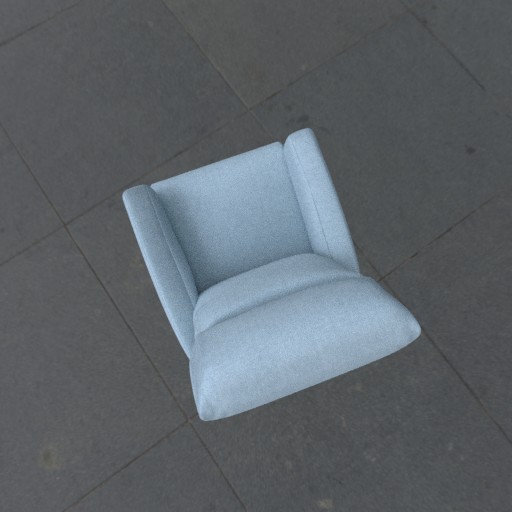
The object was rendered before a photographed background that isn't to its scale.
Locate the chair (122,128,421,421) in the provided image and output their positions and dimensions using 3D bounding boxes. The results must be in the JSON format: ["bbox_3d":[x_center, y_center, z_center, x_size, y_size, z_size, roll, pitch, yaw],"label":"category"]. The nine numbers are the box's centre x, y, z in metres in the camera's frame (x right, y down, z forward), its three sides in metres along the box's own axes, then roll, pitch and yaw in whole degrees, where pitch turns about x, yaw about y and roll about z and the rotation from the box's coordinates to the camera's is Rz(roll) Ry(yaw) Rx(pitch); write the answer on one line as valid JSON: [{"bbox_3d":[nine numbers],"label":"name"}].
[{"bbox_3d":[0.000,0.000,1.651,0.812,1.013,0.940,-20,77,-5],"label":"chair"}]
